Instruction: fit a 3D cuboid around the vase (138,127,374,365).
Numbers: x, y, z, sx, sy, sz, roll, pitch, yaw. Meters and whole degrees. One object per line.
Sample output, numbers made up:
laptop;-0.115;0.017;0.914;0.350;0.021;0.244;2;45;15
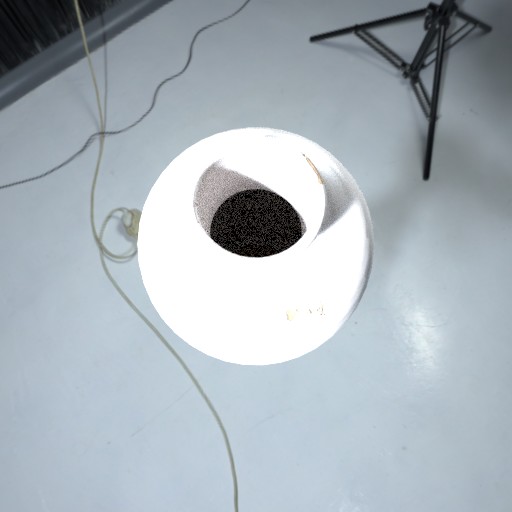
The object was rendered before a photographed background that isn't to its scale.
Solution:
vase;0.000;0.000;0.330;0.158;0.228;0.158;0;75;0
